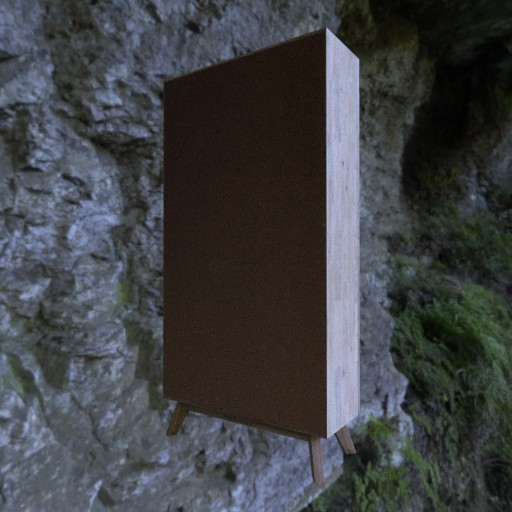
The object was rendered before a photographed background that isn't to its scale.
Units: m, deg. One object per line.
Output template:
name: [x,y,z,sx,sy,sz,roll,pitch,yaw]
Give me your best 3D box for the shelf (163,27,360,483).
shelf: [0.000,0.000,1.751,0.748,1.471,0.308,0,-1,35]
